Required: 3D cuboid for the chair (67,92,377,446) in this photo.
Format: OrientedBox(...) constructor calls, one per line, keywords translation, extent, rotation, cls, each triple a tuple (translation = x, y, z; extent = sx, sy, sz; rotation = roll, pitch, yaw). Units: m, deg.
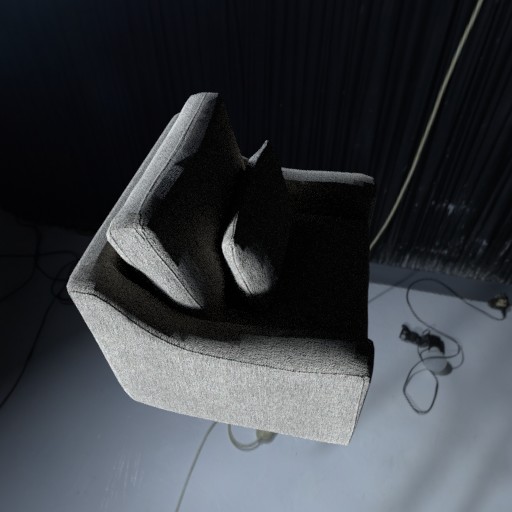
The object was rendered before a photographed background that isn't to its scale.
OrientedBox(translation=(0.000, 0.000, 1.911), extent=(1.009, 1.037, 1.138), rotation=(8, 47, 8), cls="chair")
